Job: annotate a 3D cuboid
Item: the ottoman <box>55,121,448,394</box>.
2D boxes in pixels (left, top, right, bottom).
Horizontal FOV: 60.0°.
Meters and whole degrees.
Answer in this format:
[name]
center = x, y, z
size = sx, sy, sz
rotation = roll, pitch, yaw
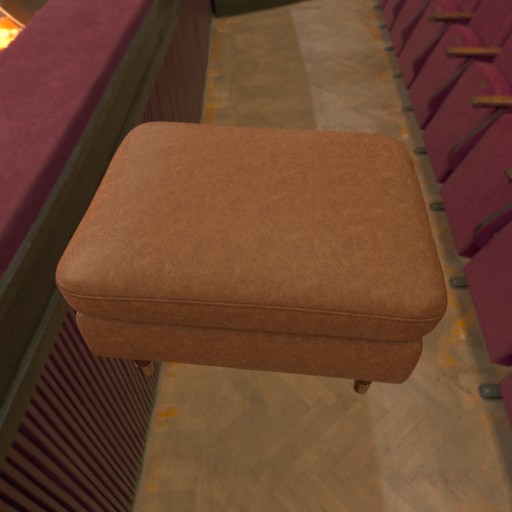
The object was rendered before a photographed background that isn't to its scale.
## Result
[ottoman]
center = 0.000, 0.000, 1.107
size = 0.747, 0.478, 0.593
rotation = 4, 47, 3
